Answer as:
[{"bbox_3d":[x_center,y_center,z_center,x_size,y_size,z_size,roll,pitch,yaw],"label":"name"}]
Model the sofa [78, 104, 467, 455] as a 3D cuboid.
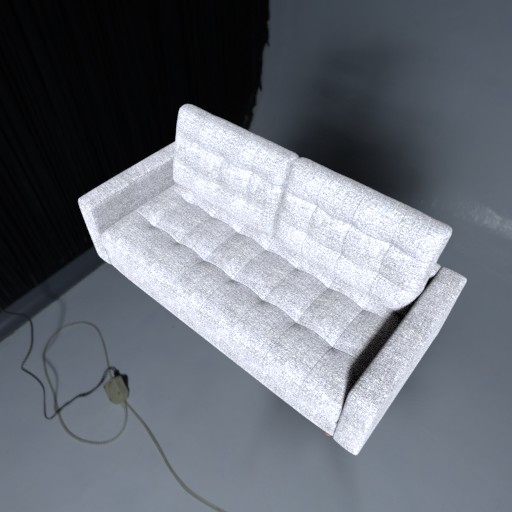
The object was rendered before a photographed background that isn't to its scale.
[{"bbox_3d":[0.000,0.000,2.295,1.821,0.902,0.863,32,55,26],"label":"sofa"}]
